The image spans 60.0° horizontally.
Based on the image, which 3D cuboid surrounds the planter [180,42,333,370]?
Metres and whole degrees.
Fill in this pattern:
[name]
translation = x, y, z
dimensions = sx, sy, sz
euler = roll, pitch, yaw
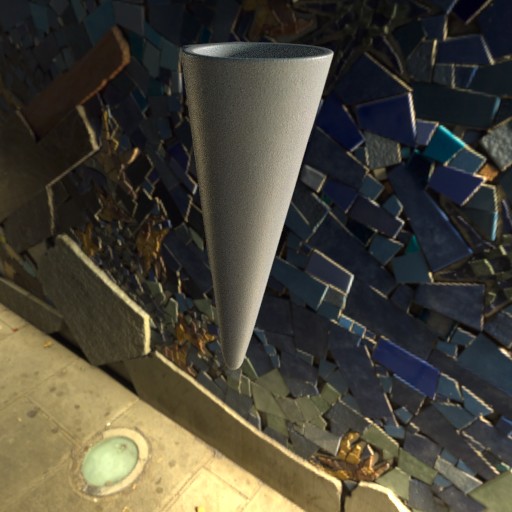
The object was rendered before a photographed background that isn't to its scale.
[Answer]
[planter]
translation = 0.000, 0.000, 0.225
dimensions = 0.057, 0.191, 0.064
euler = -22, 37, -32
